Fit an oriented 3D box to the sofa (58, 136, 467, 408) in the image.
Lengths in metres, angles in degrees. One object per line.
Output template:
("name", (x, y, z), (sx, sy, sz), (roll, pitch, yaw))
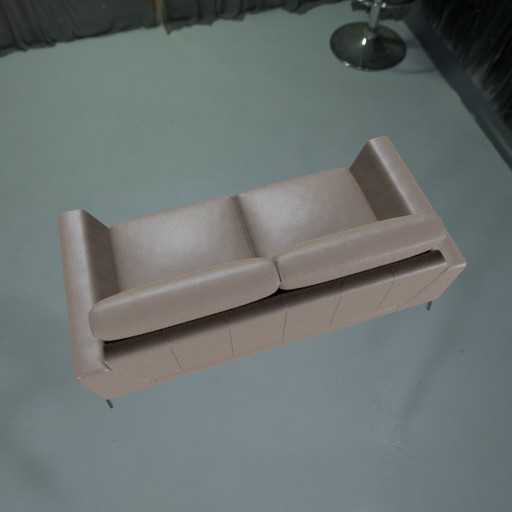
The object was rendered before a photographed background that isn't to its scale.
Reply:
("sofa", (0.000, 0.000, 2.500), (2.017, 0.875, 0.953), (-15, 61, -9))
